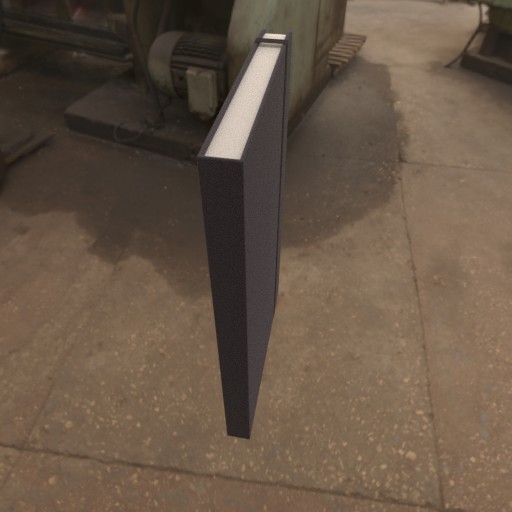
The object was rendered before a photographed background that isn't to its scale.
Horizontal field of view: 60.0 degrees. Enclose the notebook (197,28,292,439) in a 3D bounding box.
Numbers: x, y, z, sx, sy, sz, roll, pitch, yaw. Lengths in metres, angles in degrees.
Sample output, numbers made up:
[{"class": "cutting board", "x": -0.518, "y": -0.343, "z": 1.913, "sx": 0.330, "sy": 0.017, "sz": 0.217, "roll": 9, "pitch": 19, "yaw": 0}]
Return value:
[{"class": "notebook", "x": 0.000, "y": 0.000, "z": 0.259, "sx": 0.016, "sy": 0.213, "sz": 0.127, "roll": 7, "pitch": 46, "yaw": 7}]
